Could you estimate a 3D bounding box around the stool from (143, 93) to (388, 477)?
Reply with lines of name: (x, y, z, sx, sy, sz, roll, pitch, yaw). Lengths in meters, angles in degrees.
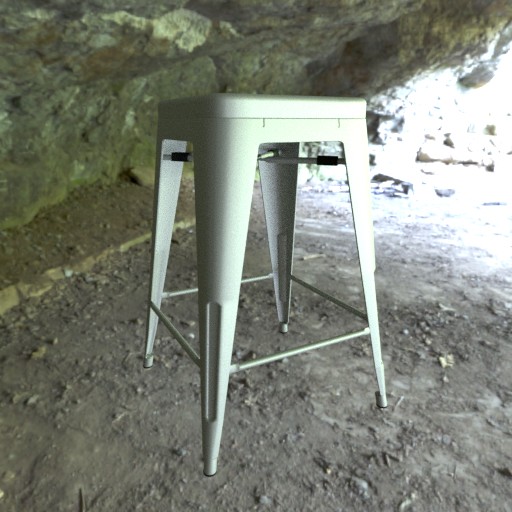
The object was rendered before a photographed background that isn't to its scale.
stool: (0.000, 0.000, 0.912, 0.410, 0.608, 0.410, -9, 19, -27)
